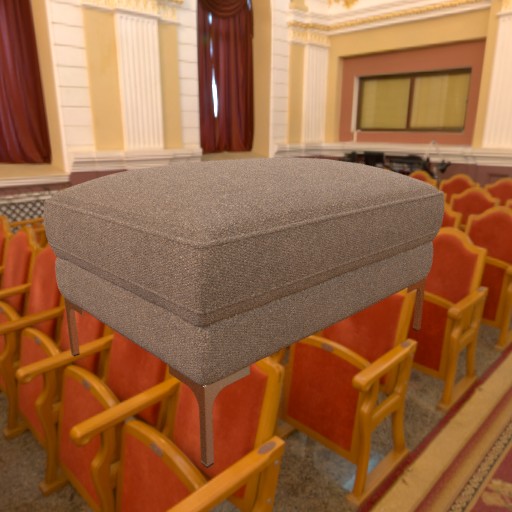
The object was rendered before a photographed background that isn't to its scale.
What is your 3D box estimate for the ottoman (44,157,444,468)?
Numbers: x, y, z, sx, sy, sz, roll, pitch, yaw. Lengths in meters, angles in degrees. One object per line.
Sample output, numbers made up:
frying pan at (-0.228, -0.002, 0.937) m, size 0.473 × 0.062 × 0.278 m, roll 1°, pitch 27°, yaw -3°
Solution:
ottoman at (0.000, 0.000, 1.096) m, size 0.785 × 0.464 × 0.583 m, roll -15°, pitch 22°, yaw -42°
